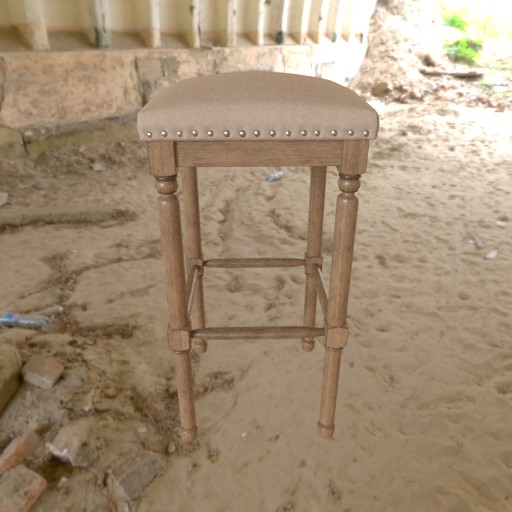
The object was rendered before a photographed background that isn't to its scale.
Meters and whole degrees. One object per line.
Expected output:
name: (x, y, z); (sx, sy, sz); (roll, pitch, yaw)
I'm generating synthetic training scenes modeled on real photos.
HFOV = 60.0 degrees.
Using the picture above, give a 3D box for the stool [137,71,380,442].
stool: (0.000, 0.000, 0.998); (0.382, 0.768, 0.383); (-1, 26, -1)
